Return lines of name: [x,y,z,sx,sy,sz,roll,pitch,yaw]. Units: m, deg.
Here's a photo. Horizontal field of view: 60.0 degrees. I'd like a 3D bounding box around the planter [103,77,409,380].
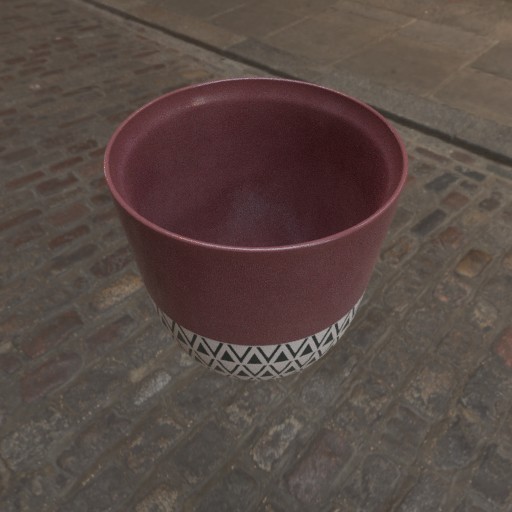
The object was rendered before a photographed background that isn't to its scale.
planter: [0.000,0.000,0.367,0.195,0.214,0.195,0,47,0]
